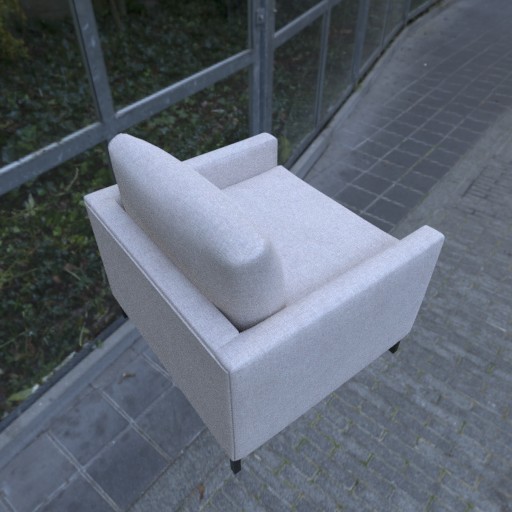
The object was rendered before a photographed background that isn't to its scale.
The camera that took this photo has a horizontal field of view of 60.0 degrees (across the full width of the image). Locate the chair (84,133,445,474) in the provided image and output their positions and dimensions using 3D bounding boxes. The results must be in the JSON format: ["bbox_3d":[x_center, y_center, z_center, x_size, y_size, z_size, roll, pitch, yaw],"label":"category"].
[{"bbox_3d":[0.000,0.000,1.630,0.866,0.861,0.963,-27,48,-27],"label":"chair"}]
